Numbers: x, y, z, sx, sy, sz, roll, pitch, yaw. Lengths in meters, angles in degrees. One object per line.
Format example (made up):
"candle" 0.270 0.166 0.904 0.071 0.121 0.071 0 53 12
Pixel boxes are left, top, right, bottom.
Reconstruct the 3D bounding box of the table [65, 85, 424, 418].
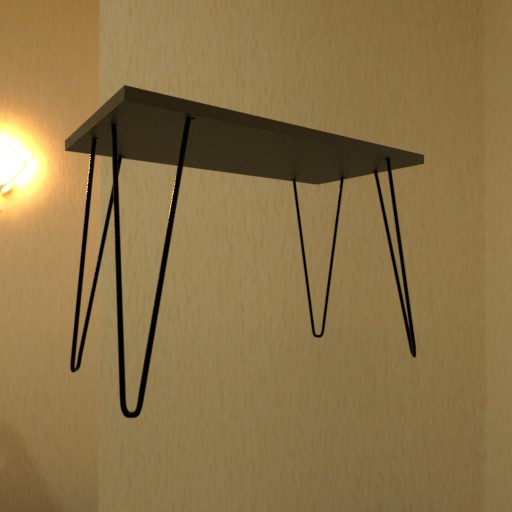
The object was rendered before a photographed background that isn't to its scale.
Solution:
"table" 0.000 0.000 1.354 0.991 0.660 0.499 0 -1 -36
